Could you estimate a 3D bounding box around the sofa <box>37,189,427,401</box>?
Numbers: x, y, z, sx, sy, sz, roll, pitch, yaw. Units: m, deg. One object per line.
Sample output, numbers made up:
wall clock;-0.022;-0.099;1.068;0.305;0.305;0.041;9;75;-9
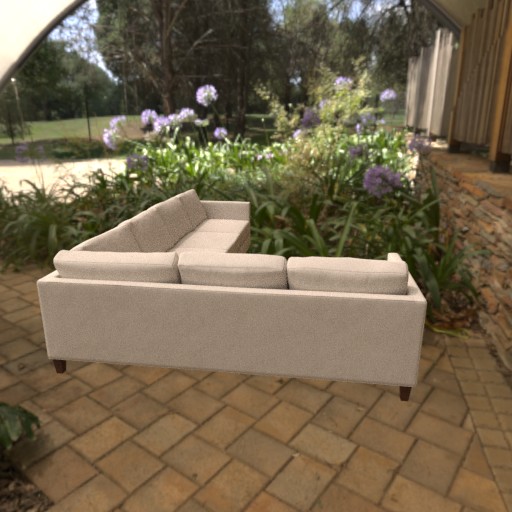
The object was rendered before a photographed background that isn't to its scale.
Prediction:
sofa;0.000;0.000;4.242;2.432;0.863;3.182;2;17;8
